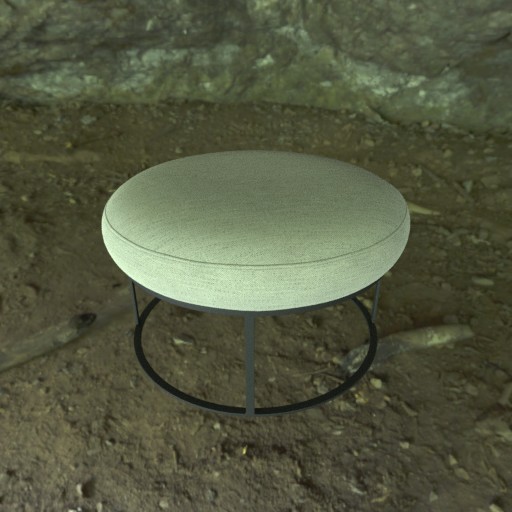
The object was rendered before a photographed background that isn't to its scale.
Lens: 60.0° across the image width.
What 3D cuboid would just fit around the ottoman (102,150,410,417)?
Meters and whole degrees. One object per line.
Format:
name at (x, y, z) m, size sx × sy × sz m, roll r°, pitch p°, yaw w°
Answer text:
ottoman at (0.000, 0.000, 1.218) m, size 0.769 × 0.459 × 0.769 m, roll 0°, pitch 28°, yaw 0°
